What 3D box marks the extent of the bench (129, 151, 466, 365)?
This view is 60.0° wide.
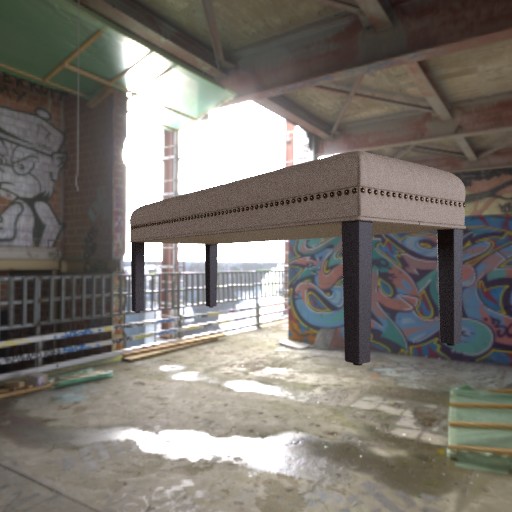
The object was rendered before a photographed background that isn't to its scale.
[{"bbox_3d":[0.000,0.000,1.473,0.410,0.457,1.219,1,-1,-37],"label":"bench"}]
